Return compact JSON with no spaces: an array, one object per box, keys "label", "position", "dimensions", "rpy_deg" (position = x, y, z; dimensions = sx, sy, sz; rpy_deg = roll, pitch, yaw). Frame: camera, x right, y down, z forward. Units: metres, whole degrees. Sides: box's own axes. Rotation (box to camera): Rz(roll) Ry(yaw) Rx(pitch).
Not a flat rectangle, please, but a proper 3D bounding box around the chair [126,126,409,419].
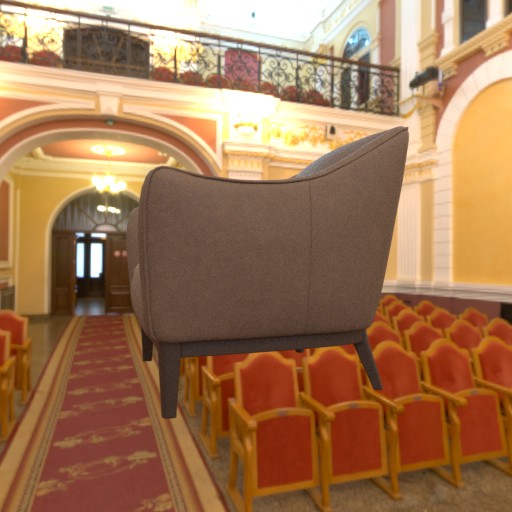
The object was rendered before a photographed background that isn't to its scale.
[{"label":"chair","position":[0.000,0.000,1.563],"dimensions":[0.852,0.830,0.871],"rpy_deg":[0,-1,-18]}]
